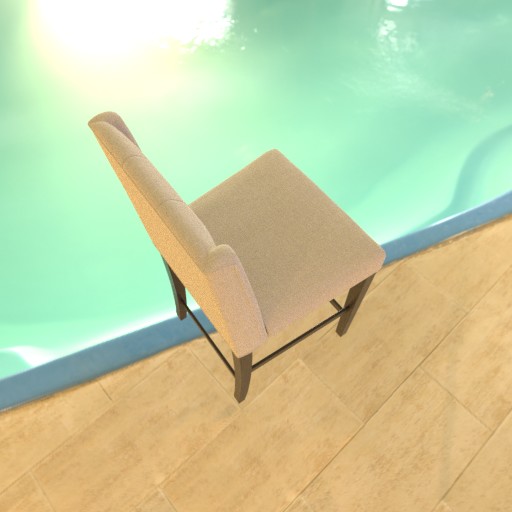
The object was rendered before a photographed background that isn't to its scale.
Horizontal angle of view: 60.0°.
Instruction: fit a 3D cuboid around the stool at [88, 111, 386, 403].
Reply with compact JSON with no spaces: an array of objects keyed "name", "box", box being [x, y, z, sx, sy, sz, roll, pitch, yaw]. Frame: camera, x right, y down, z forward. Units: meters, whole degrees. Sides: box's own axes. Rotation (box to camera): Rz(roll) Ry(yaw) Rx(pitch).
[{"name":"stool","box":[0.000,0.000,1.235,0.509,0.939,0.474,-32,63,-18]}]
